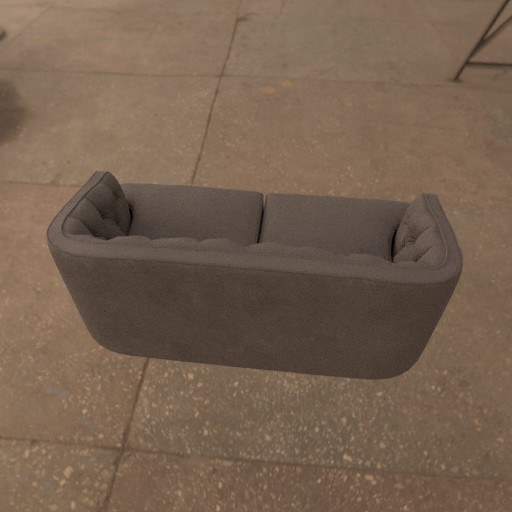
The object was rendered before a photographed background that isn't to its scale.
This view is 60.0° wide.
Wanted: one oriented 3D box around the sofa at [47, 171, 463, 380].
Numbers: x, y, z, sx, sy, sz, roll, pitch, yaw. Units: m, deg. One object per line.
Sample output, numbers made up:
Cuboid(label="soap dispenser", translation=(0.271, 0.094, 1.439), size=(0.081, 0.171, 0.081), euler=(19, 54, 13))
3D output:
Cuboid(label="sofa", translation=(0.000, 0.000, 2.229), size=(1.733, 0.855, 0.941), euler=(5, 47, 4))
